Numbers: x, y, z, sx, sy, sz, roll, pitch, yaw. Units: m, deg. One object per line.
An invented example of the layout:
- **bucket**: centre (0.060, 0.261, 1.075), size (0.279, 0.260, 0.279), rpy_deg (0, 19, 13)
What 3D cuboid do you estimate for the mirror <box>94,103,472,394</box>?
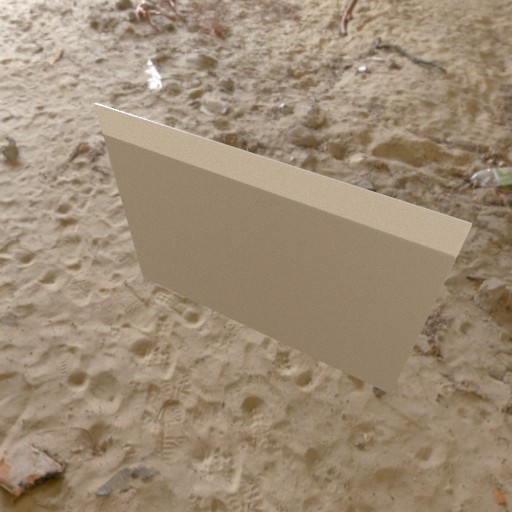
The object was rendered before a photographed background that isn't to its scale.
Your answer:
- **mirror**: centre (0.000, 0.000, 1.147), size (0.870, 0.630, 0.030), rpy_deg (22, 50, 20)
